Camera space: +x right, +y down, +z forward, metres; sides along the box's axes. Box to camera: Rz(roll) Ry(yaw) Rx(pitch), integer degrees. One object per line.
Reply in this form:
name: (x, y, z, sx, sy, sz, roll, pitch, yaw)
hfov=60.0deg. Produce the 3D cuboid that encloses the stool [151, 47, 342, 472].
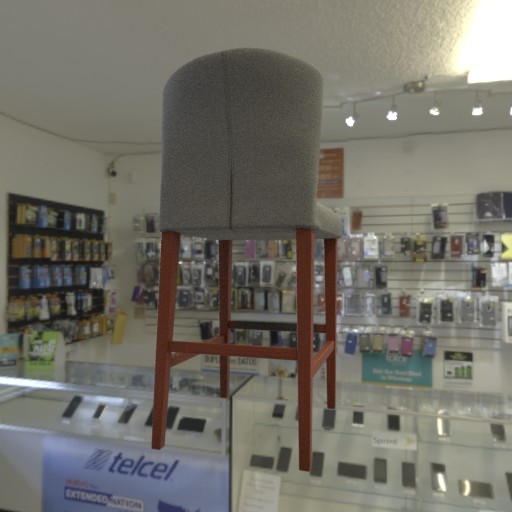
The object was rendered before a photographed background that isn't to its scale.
stool: (0.000, 0.000, 1.405, 0.481, 1.069, 0.568, 0, -1, 18)
